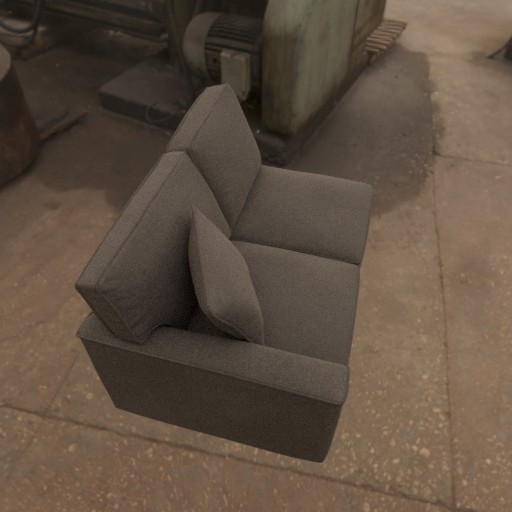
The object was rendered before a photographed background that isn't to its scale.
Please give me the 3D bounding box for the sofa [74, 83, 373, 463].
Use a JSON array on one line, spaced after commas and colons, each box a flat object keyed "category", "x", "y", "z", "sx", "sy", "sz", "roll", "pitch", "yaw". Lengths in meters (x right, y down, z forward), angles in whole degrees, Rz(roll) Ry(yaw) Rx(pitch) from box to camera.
[{"category": "sofa", "x": 0.000, "y": 0.000, "z": 2.059, "sx": 0.991, "sy": 0.989, "sz": 1.388, "roll": 11, "pitch": 48, "yaw": 10}]
